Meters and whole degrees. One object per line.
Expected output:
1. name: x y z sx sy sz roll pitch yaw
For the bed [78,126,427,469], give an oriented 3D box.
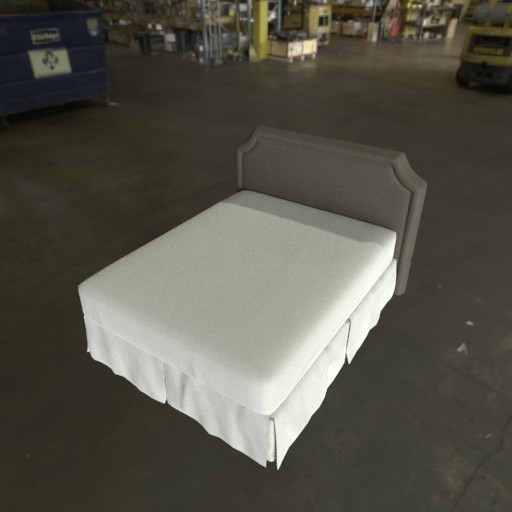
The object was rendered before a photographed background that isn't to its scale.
1. bed: 0.000 0.000 3.384 1.831 1.297 2.181 20 37 28
